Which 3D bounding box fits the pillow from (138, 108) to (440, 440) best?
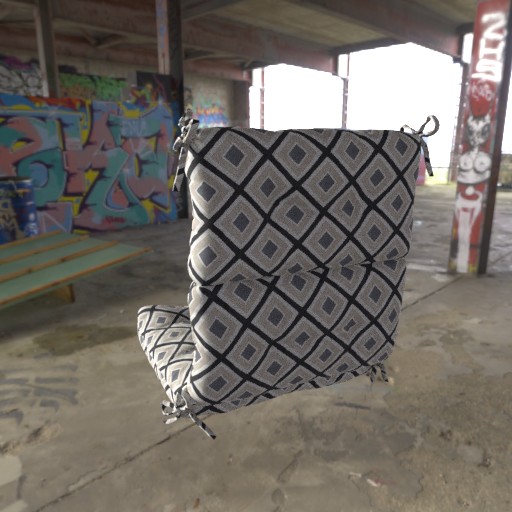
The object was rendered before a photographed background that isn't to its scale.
[{"bbox_3d":[0.000,0.000,1.015,0.519,0.605,0.571,-7,16,-24],"label":"pillow"}]
